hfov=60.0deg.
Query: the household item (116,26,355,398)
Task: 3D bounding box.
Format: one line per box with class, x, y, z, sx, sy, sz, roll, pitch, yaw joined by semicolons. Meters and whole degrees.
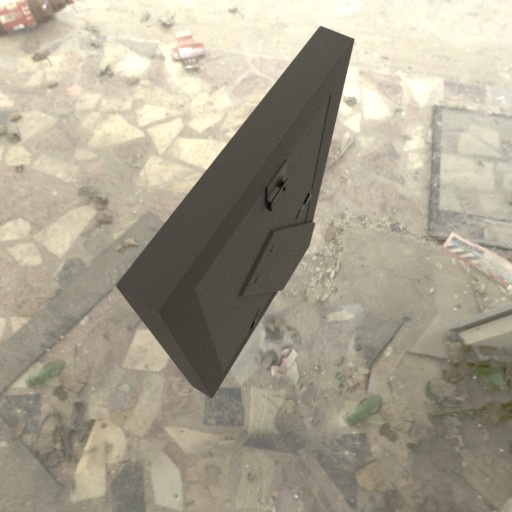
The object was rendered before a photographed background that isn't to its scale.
household item;0.000;0.000;0.234;0.022;0.178;0.133;28;68;13
